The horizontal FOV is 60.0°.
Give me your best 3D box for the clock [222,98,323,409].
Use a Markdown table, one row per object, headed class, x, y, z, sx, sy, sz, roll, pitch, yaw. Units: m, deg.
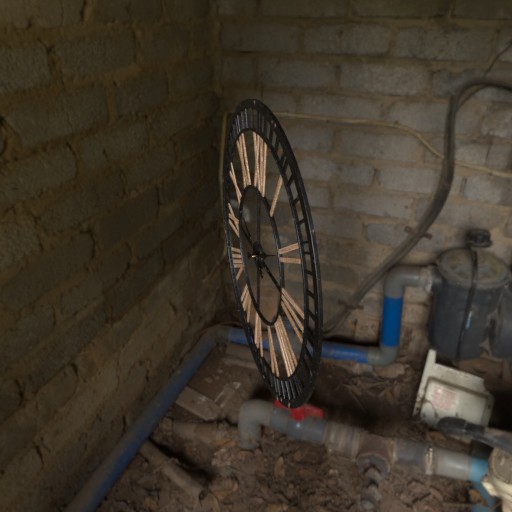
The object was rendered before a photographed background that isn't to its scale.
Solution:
| class | x | y | z | sx | sy | sz | roll | pitch | yaw |
| --- | --- | --- | --- | --- | --- | --- | --- | --- | --- |
| clock | 0.000 | 0.000 | 1.259 | 0.025 | 0.843 | 0.843 | -9 | 31 | -15 |
